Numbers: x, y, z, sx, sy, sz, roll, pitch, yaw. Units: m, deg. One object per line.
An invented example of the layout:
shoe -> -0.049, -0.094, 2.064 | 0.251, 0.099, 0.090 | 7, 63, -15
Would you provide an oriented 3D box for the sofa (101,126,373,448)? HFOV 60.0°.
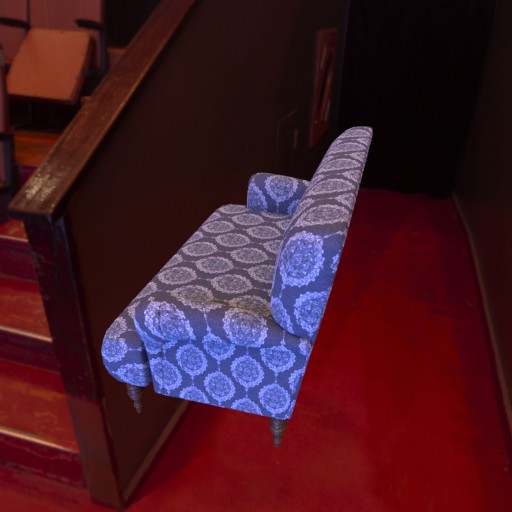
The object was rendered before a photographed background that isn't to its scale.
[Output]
sofa -> 0.000, 0.000, 1.845 | 0.779, 0.867, 1.297 | 8, 31, 14
